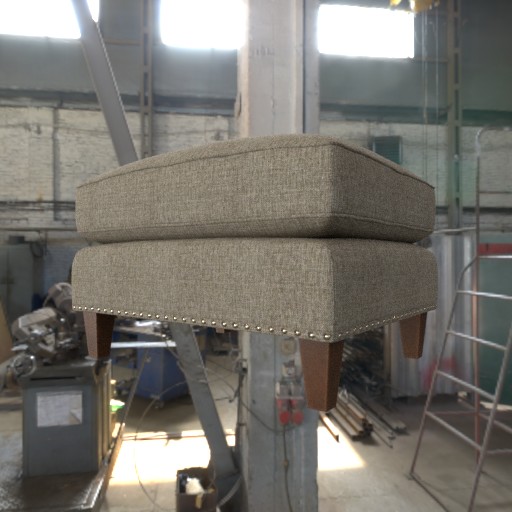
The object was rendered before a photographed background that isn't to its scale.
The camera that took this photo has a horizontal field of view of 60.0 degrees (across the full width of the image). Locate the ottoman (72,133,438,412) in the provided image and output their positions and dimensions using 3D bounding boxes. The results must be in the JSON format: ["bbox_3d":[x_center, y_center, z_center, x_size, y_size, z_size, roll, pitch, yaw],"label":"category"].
[{"bbox_3d":[0.000,0.000,1.125,0.741,0.513,0.584,0,-1,37],"label":"ottoman"}]
